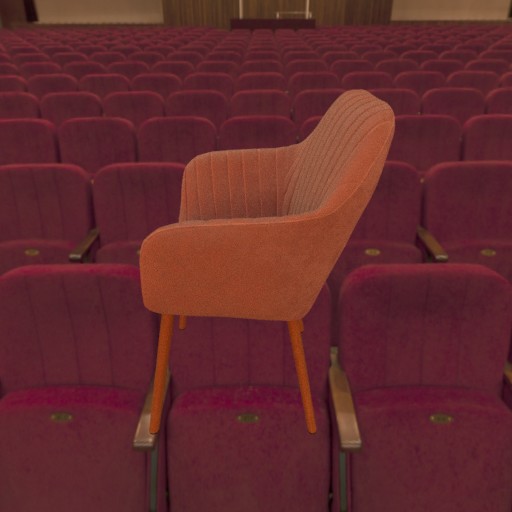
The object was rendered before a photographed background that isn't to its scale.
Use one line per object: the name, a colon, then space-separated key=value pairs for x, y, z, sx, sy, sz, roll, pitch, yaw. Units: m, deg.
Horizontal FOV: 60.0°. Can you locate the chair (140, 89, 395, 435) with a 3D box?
chair: x=0.000 y=0.000 z=1.213 sx=0.570 sy=0.832 sz=0.610 roll=0 pitch=27 yaw=1
